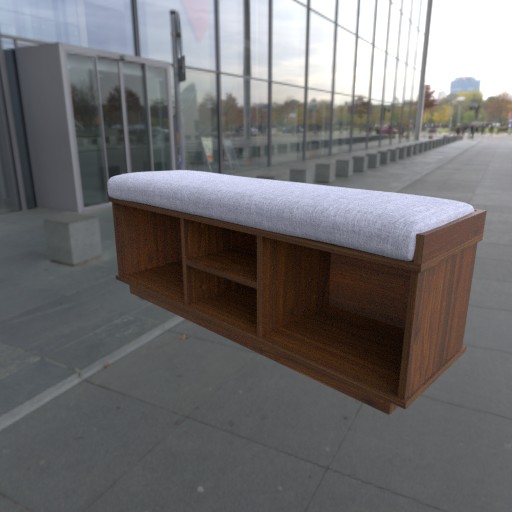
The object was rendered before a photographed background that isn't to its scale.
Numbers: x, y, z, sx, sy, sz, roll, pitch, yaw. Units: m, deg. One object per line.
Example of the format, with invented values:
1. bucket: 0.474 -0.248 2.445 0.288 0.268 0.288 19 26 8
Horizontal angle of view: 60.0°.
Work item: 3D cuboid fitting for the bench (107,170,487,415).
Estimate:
1. bench: 0.000 0.000 1.399 1.196 0.468 0.367 15 22 42
